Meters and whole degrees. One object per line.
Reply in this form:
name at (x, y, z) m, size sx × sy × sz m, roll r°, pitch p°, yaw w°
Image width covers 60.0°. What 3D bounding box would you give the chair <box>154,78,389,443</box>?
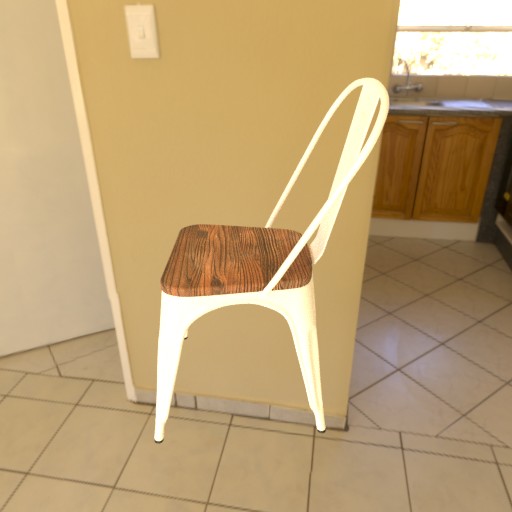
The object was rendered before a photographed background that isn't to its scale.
chair at (0.000, 0.000, 1.142) m, size 0.521 × 0.851 × 0.452 m, roll 0°, pitch 27°, yaw 0°
